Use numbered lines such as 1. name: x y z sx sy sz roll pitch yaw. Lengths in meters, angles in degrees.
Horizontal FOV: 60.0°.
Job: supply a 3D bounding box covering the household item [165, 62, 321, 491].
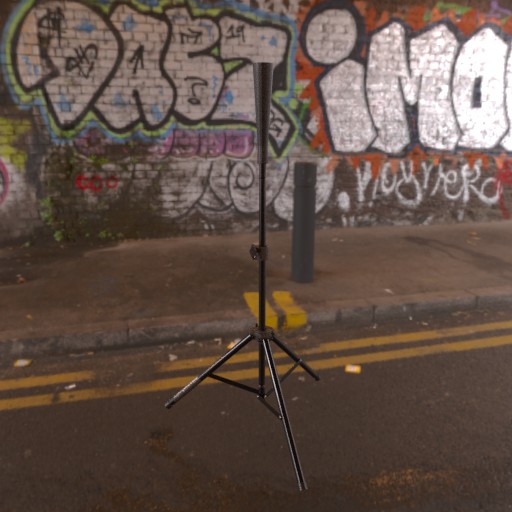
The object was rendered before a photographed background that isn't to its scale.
1. household item: 0.000 0.000 1.347 0.559 1.067 0.559 7 17 25
